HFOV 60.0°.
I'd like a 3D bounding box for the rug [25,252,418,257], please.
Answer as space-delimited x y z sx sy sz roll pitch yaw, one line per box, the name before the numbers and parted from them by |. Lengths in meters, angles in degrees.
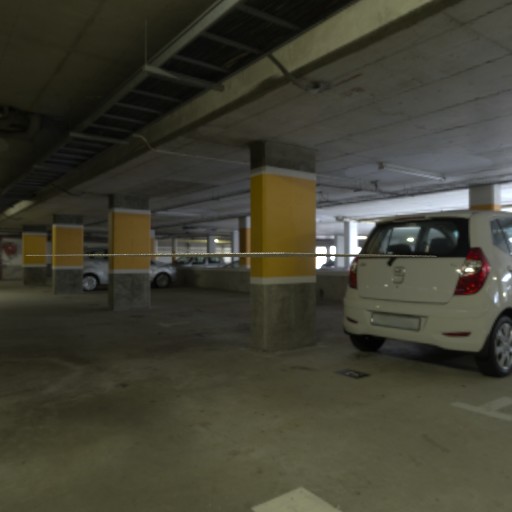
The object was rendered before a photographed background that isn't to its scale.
rug | 0.000 0.000 3.950 2.391 0.005 2.880 0 -1 35
